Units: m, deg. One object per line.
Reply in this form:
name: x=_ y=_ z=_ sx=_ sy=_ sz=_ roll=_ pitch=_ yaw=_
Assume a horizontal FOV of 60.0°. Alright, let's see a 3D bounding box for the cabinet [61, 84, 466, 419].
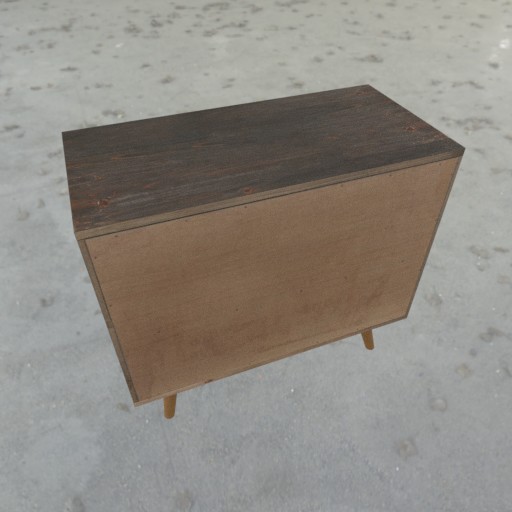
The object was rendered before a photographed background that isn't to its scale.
cabinet: x=0.000 y=0.000 z=1.550 sx=1.023 sy=0.897 sz=0.529 roll=-14 pitch=44 yaw=-16
